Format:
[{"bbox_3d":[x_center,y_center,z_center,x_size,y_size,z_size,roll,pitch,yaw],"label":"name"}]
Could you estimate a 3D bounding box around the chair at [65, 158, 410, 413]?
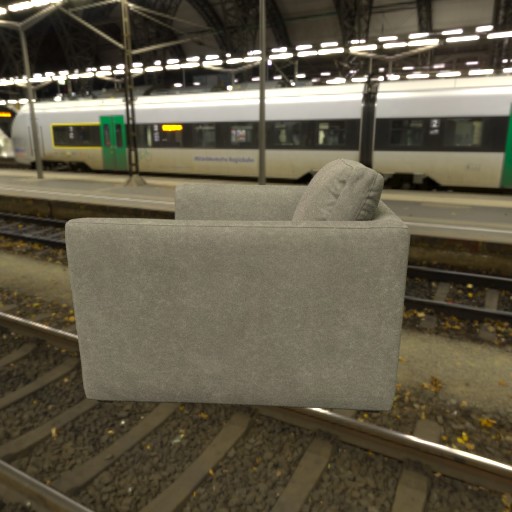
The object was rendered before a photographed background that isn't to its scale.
[{"bbox_3d":[0.000,0.000,1.927,1.091,0.845,1.190,2,15,7],"label":"chair"}]
